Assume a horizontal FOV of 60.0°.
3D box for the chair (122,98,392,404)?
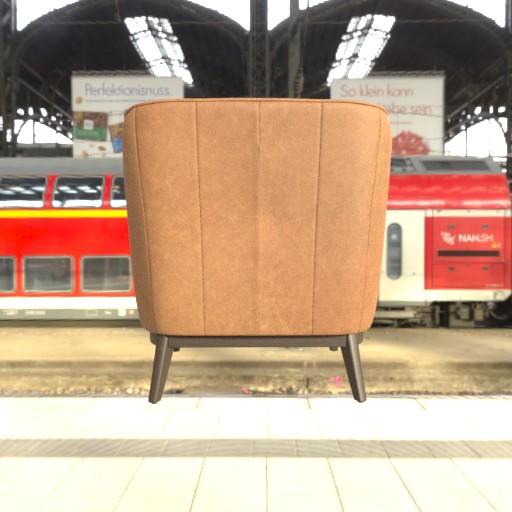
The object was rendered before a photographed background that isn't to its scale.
[{"bbox_3d":[0.000,0.000,1.559,0.871,0.830,0.852,0,1,-1],"label":"chair"}]
